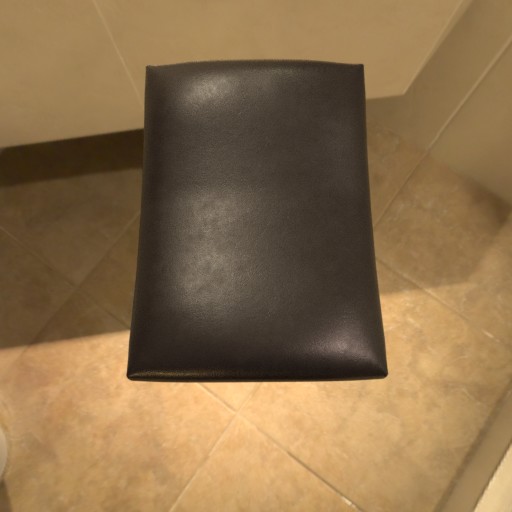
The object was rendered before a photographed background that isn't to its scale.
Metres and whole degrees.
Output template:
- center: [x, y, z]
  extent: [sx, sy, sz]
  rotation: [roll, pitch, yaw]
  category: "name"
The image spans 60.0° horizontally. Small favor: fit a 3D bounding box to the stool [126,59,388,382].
- center: [0.000, 0.000, 0.946]
  extent: [0.372, 0.654, 0.504]
  rotation: [0, 76, 0]
  category: "stool"
